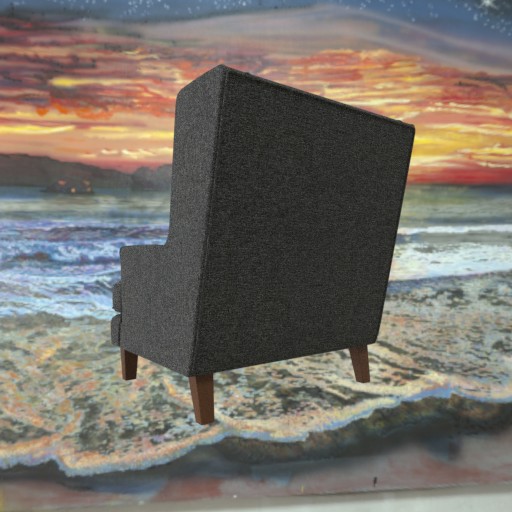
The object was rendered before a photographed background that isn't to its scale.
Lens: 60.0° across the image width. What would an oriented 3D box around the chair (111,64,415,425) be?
[{"bbox_3d":[0.000,0.000,1.868,0.942,1.082,0.927,0,-1,-37],"label":"chair"}]
